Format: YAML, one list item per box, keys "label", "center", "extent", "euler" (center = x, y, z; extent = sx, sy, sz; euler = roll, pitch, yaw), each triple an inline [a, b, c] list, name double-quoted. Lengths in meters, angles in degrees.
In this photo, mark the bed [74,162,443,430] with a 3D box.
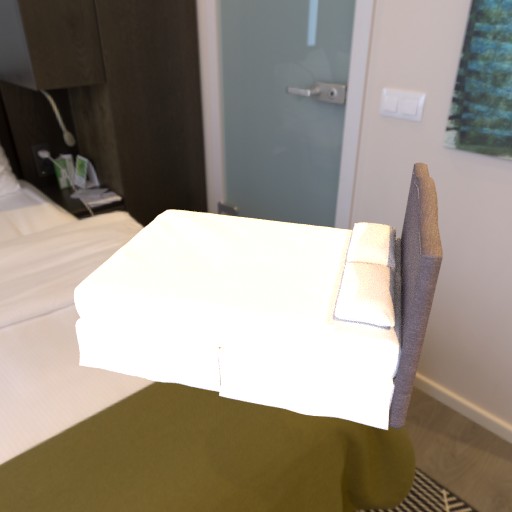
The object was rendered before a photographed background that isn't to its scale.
- label: "bed"
  center: [0.000, 0.000, 3.607]
  extent: [2.507, 1.441, 1.741]
  euler: [8, 30, 14]
